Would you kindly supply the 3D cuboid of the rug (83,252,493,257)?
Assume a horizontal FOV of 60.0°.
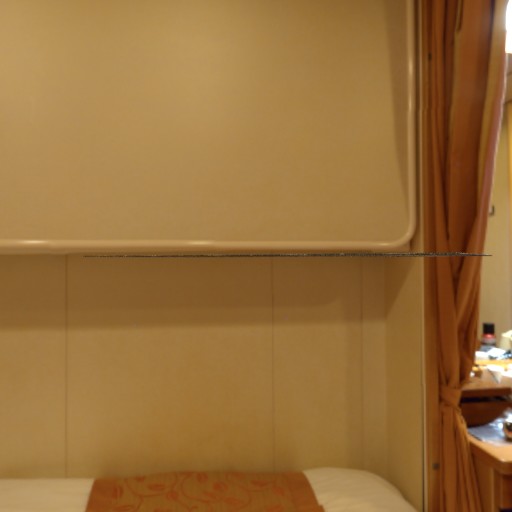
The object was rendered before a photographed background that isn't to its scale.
[{"bbox_3d":[0.000,0.000,2.666,2.434,0.012,0.760,0,-1,36],"label":"rug"}]
